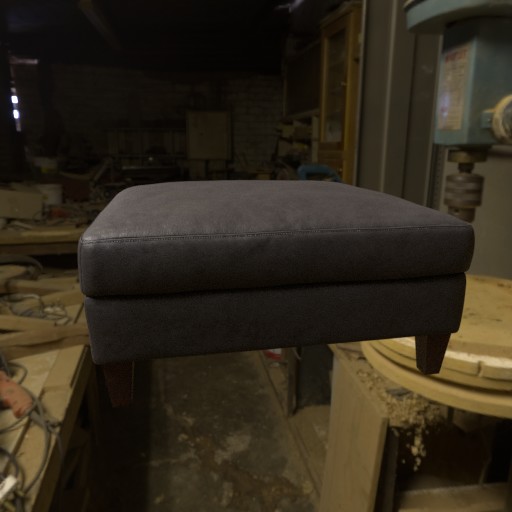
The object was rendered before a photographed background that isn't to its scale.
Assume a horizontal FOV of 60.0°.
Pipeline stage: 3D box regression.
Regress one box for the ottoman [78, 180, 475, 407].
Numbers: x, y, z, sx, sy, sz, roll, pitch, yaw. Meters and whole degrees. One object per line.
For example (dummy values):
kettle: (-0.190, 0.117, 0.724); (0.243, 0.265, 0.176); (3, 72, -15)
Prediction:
ottoman: (0.000, 0.000, 1.291); (0.836, 0.415, 0.844); (-3, 15, -10)
